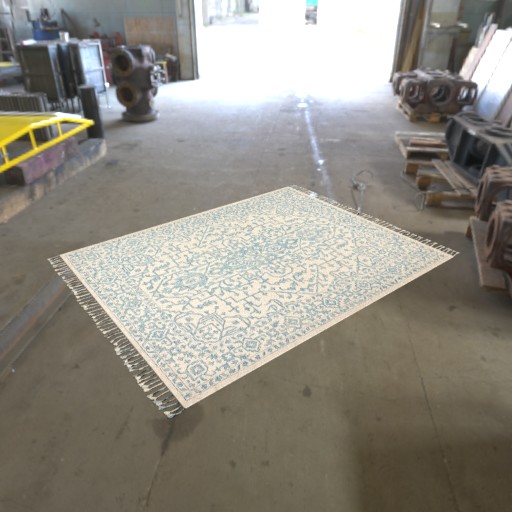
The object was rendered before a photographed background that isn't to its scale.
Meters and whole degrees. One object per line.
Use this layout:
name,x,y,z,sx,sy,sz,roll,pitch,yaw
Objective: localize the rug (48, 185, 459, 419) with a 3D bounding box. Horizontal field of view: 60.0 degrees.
rug,0.000,0.000,4.385,3.327,0.010,2.464,-21,36,-33
